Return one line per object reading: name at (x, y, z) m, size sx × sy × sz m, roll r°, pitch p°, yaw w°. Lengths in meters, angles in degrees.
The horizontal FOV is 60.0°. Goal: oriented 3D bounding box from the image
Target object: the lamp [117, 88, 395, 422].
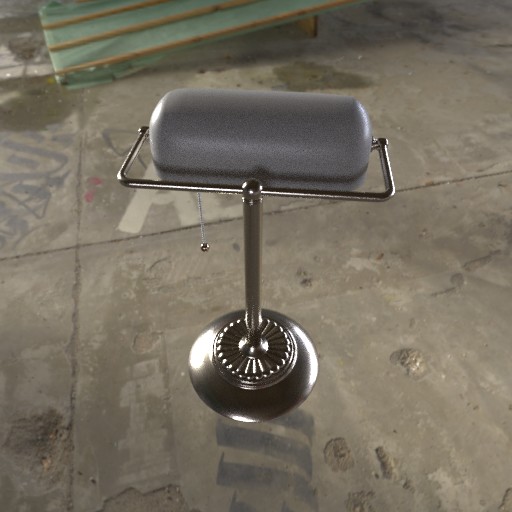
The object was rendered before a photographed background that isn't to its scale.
lamp at (0.000, 0.000, 0.512) m, size 0.264 × 0.339 × 0.243 m, roll 4°, pitch 45°, yaw 4°
